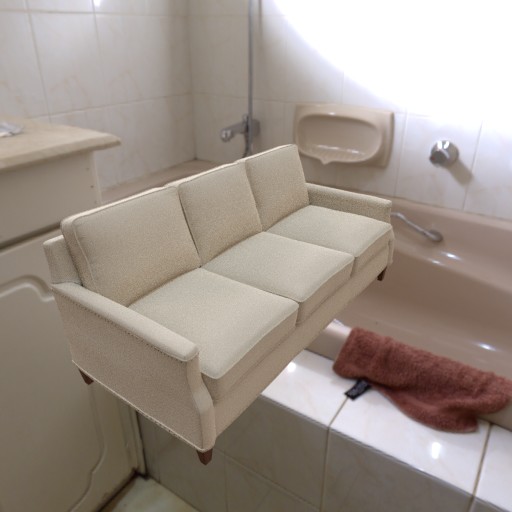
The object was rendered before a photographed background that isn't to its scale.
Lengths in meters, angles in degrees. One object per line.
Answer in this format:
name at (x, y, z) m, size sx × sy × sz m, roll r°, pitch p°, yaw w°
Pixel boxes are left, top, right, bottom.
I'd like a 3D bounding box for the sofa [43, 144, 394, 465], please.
sofa at (0.000, 0.000, 2.846) m, size 1.084 × 1.003 × 2.246 m, roll 18°, pitch 32°, yaw 32°
